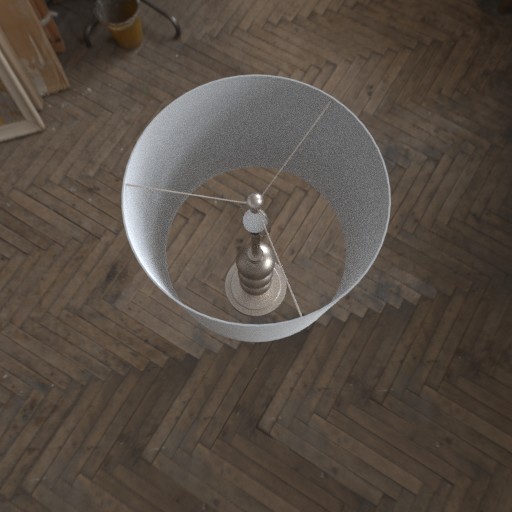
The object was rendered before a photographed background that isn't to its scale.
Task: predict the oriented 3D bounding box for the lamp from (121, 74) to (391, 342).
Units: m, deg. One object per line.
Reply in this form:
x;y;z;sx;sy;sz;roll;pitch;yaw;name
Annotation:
0.000;0.000;0.713;0.277;0.538;0.277;37;79;9;lamp
